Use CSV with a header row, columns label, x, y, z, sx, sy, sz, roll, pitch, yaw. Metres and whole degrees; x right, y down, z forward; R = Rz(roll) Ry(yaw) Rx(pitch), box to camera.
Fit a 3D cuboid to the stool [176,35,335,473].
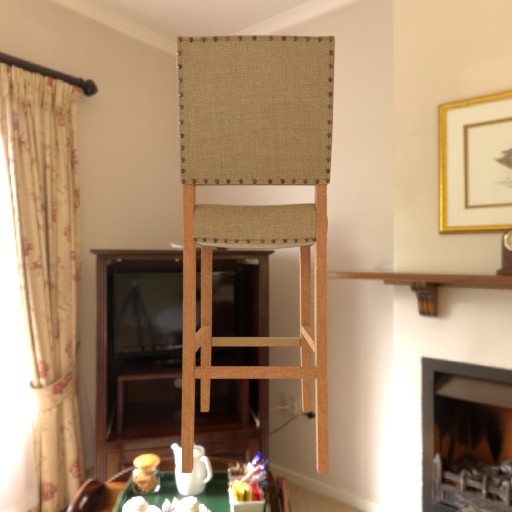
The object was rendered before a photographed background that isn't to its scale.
label,x,y,z,sx,sy,sz,roll,pitch,yaw
stool,0.000,0.000,1.471,0.445,1.203,0.585,0,0,0
